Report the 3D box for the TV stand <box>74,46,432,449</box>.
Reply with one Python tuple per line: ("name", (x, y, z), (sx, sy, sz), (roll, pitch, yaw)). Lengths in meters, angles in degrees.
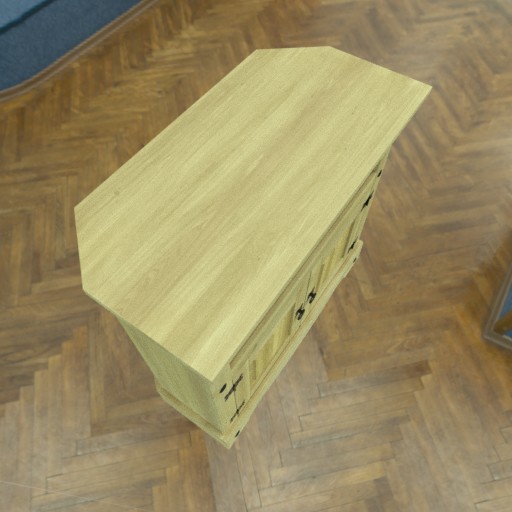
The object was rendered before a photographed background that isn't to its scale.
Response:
("TV stand", (0.000, 0.000, 1.258), (0.425, 0.781, 0.851), (30, 63, 18))
